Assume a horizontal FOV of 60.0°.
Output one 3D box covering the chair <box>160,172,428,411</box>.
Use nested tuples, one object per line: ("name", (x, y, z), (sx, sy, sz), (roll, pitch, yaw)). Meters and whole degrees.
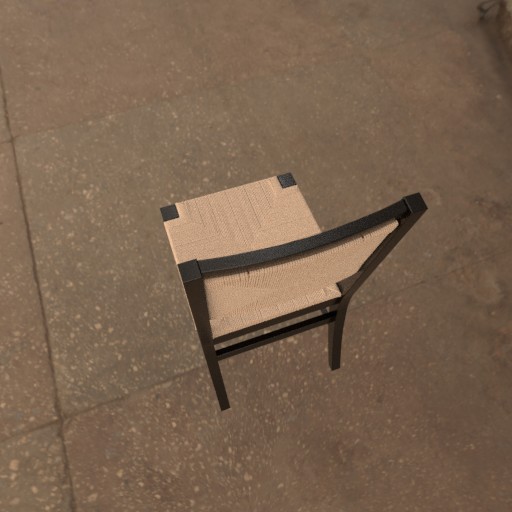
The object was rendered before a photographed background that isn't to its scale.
("chair", (0.000, 0.000, 1.242), (0.437, 0.927, 0.552), (-17, 60, -10))
